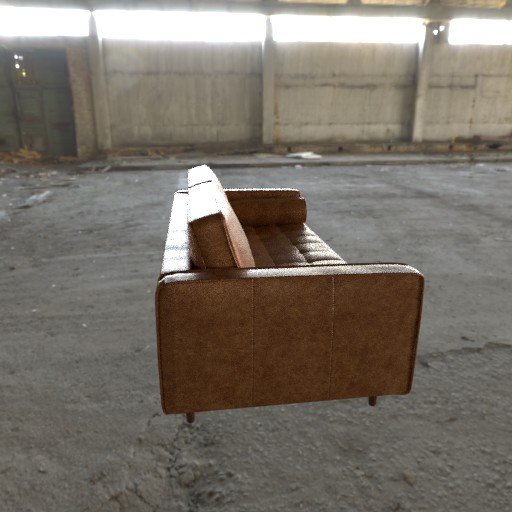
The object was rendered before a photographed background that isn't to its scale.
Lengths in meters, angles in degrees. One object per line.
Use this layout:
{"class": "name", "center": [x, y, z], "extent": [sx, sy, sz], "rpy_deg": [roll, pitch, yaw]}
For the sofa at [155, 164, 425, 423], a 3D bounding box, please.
{"class": "sofa", "center": [0.000, 0.000, 2.386], "extent": [0.924, 0.825, 1.920], "rpy_deg": [-2, 18, -8]}
